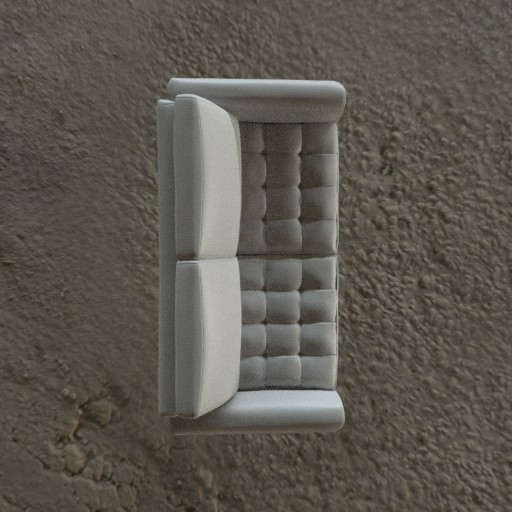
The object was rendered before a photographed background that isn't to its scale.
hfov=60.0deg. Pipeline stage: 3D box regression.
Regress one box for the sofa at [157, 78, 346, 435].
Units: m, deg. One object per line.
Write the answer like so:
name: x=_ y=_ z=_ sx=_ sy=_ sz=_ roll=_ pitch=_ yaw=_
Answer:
sofa: x=0.000 y=0.000 z=2.811 sx=1.121 sy=0.930 sz=2.177 roll=0 pitch=91 yaw=-2
